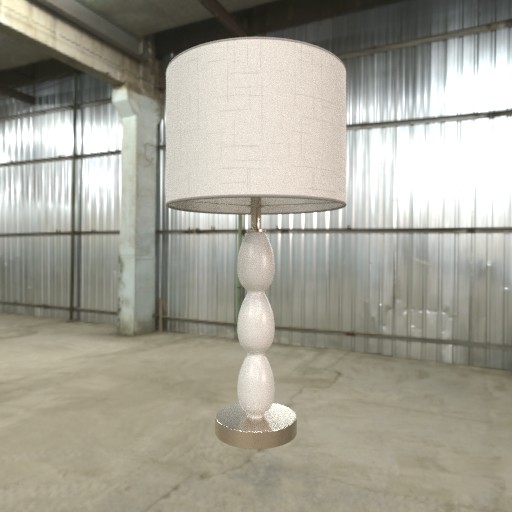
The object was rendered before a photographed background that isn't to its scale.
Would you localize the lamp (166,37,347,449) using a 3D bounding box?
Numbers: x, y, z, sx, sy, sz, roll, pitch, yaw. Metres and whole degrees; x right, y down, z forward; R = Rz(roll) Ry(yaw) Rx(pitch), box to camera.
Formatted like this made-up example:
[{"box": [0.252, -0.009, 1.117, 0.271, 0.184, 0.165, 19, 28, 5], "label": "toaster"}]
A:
[{"box": [0.000, 0.000, 0.704, 0.280, 0.559, 0.282, -1, 1, -35], "label": "lamp"}]
